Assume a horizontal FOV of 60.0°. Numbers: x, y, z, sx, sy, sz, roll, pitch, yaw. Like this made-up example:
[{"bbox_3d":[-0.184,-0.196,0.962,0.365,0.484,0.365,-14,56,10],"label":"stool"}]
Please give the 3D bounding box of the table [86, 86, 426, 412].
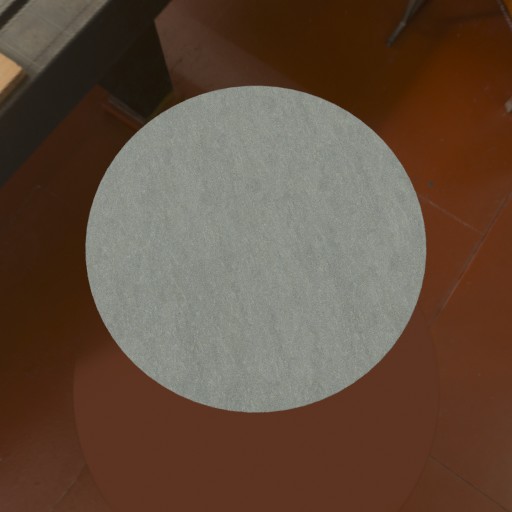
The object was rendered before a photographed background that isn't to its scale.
[{"bbox_3d":[0.000,0.000,1.389,0.889,0.470,0.889,0,75,0],"label":"table"}]
